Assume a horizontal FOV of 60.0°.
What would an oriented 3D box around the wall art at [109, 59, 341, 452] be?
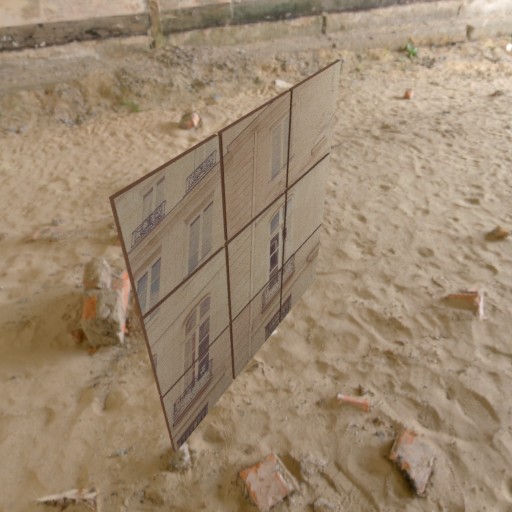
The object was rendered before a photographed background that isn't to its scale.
[{"bbox_3d":[0.000,0.000,1.798,0.024,1.218,1.221,23,45,25],"label":"wall art"}]
